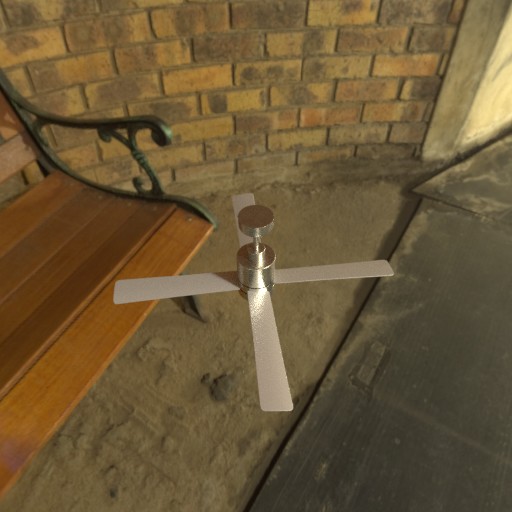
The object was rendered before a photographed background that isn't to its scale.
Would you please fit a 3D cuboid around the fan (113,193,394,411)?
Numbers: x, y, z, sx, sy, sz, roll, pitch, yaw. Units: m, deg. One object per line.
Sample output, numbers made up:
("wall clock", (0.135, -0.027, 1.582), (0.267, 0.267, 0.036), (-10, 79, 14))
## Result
("fan", (0.000, 0.000, 2.302), (1.525, 0.539, 1.525), (-5, 45, -4))
